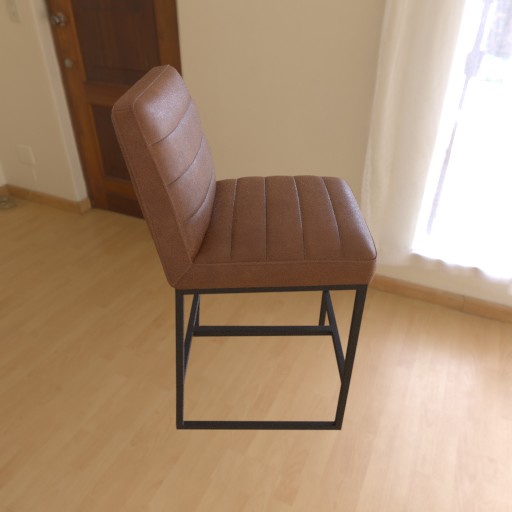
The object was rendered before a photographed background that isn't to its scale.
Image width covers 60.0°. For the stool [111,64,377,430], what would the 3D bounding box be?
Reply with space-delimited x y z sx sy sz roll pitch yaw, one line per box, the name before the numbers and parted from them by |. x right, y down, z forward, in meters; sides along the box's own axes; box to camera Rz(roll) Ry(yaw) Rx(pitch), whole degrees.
stool | 0.000 0.000 1.239 0.556 0.940 0.458 0 33 0
